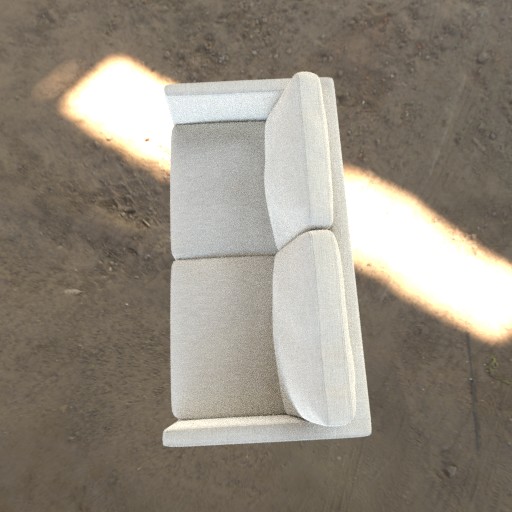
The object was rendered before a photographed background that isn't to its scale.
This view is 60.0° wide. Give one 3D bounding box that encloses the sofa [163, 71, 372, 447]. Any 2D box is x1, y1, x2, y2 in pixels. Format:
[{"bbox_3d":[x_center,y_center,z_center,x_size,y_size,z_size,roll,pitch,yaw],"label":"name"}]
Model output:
[{"bbox_3d":[0.000,0.000,2.430,0.950,0.963,1.838,-3,75,-1],"label":"sofa"}]
